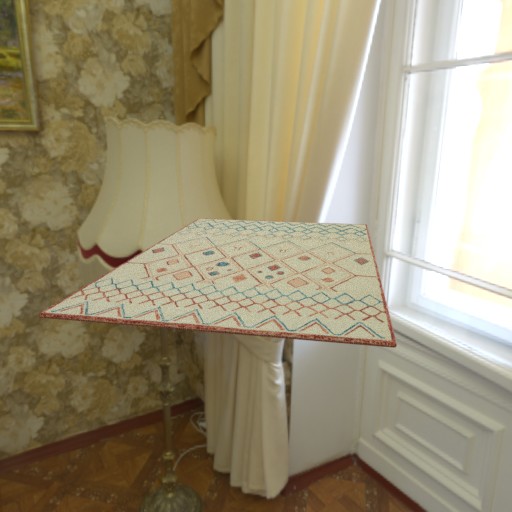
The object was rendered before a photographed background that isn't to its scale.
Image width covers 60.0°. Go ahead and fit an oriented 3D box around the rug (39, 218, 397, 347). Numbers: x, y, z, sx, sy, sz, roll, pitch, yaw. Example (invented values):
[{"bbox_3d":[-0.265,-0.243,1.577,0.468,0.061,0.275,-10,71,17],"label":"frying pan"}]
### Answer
[{"bbox_3d":[0.000,0.000,2.318,1.219,0.016,1.829,3,16,10],"label":"rug"}]
